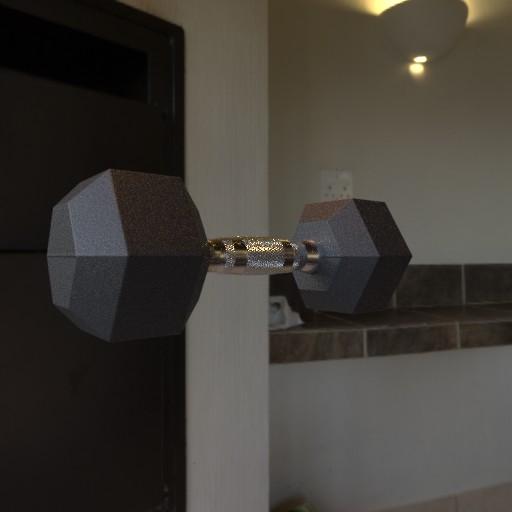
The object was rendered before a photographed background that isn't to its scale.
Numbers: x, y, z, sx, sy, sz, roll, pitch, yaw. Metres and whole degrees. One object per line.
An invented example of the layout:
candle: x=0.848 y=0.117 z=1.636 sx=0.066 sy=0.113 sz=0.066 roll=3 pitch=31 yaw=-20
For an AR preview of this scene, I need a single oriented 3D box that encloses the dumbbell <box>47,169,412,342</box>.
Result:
dumbbell: x=0.000 y=0.000 z=0.327 sx=0.272 sy=0.092 sz=0.106 roll=0 pitch=0 yaw=-37
